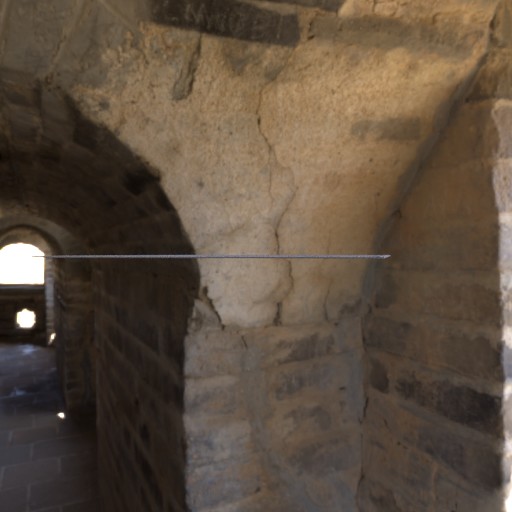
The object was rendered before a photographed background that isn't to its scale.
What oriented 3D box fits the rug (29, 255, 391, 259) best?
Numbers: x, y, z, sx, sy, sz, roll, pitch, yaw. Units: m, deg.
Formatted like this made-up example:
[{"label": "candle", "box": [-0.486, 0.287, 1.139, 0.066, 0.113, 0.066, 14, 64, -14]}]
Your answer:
[{"label": "rug", "box": [0.000, 0.000, 4.210, 2.438, 0.012, 3.048, 0, 0, 18]}]
